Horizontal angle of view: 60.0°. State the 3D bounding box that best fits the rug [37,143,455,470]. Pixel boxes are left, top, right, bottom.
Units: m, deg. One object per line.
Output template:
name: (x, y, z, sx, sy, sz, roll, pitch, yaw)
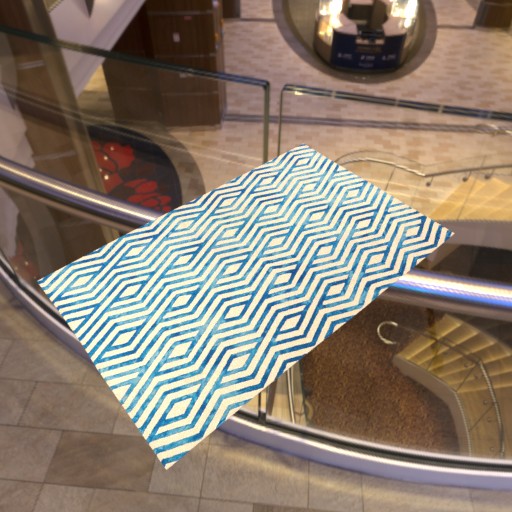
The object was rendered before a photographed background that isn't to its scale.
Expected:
rug: (0.000, 0.000, 3.024, 2.439, 0.008, 1.531, -32, 55, -27)
